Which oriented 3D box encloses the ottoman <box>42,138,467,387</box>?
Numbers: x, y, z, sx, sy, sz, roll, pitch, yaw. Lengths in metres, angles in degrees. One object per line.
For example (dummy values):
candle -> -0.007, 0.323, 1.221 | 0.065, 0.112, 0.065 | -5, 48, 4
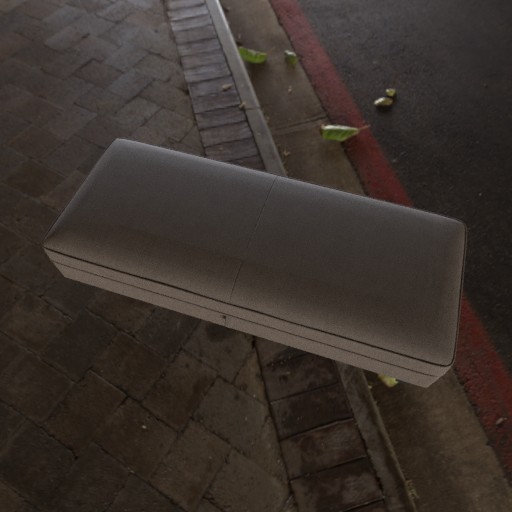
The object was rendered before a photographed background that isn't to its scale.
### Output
ottoman -> 0.000, 0.000, 2.069 | 1.764, 0.470, 0.751 | 15, 59, 10
